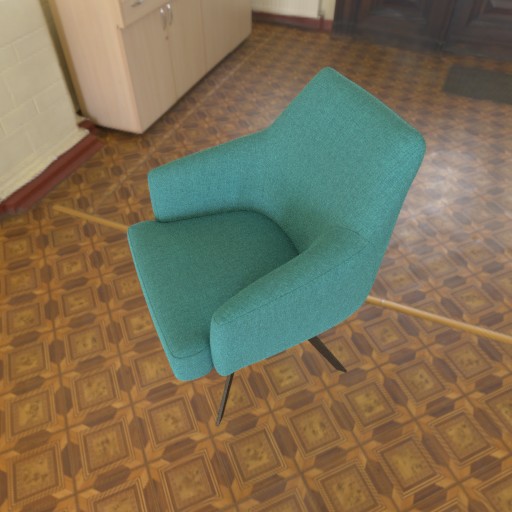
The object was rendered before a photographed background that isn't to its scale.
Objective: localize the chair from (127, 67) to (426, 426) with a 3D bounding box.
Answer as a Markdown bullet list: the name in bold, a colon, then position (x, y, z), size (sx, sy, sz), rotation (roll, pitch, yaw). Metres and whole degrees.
- **chair**: position (0.000, 0.000, 1.314), size (0.677, 0.874, 0.642), rotation (-17, 48, -16)
